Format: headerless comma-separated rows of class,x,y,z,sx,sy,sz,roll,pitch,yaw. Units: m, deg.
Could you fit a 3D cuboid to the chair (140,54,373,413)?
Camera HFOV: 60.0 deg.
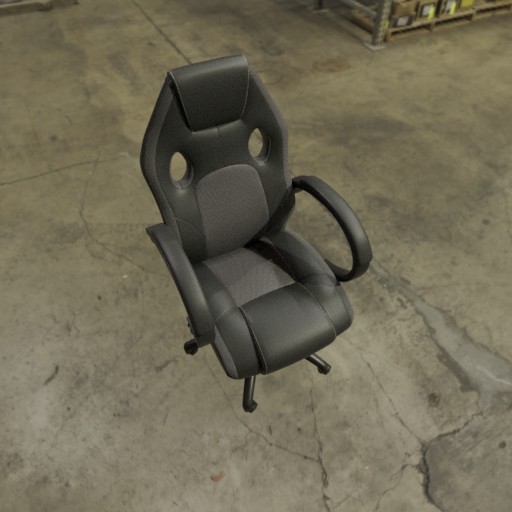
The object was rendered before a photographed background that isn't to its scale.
chair,0.000,0.000,1.633,0.673,1.187,0.724,-21,51,-18
